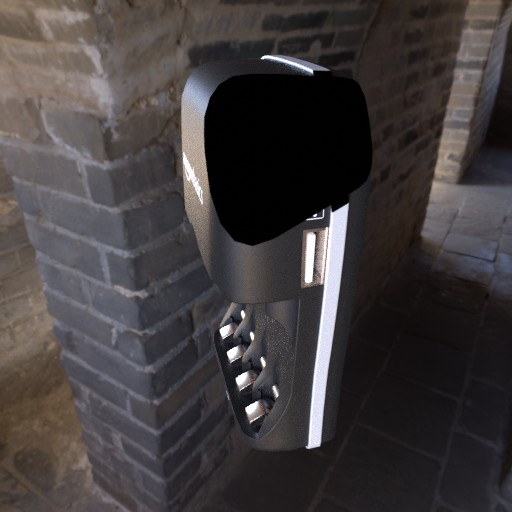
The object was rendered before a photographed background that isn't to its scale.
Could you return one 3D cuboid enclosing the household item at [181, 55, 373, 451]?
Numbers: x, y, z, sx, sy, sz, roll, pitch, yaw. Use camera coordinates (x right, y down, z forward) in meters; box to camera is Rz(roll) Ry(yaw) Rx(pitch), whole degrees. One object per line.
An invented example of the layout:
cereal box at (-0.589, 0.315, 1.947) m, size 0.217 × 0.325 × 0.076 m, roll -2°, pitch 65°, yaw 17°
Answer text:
household item at (0.000, 0.000, 0.141) m, size 0.038 × 0.114 × 0.070 m, roll -8°, pitch 30°, yaw -13°
